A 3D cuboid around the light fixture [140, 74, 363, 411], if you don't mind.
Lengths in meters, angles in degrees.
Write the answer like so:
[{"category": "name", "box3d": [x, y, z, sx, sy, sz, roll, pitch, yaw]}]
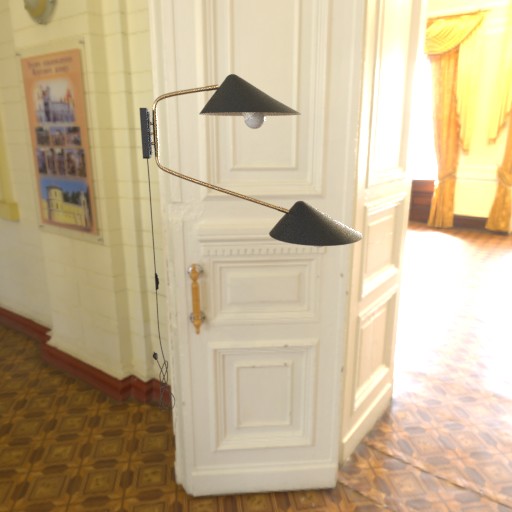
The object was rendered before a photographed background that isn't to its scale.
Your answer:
[{"category": "light fixture", "box3d": [0.000, 0.000, 0.873, 0.422, 0.665, 0.189, -3, 16, -9]}]
